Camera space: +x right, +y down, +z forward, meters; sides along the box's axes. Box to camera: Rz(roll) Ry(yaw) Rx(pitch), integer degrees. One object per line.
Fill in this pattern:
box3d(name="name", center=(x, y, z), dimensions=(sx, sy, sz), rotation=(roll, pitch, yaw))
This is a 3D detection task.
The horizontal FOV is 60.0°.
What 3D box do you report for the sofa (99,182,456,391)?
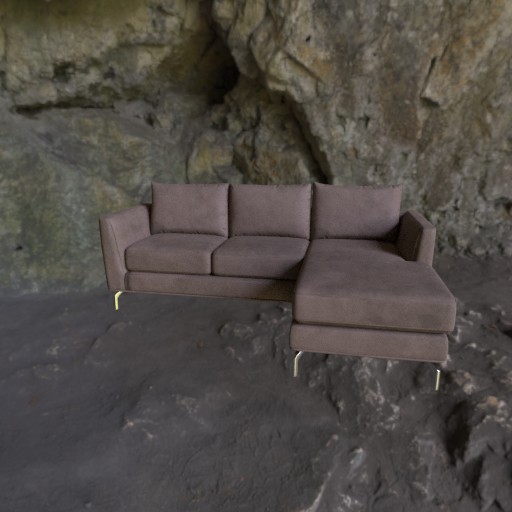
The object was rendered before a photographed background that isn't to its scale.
box3d(name="sofa", center=(0.000, 0.000, 3.226), dimensions=(2.438, 0.987, 1.622), rotation=(3, 14, 10))
